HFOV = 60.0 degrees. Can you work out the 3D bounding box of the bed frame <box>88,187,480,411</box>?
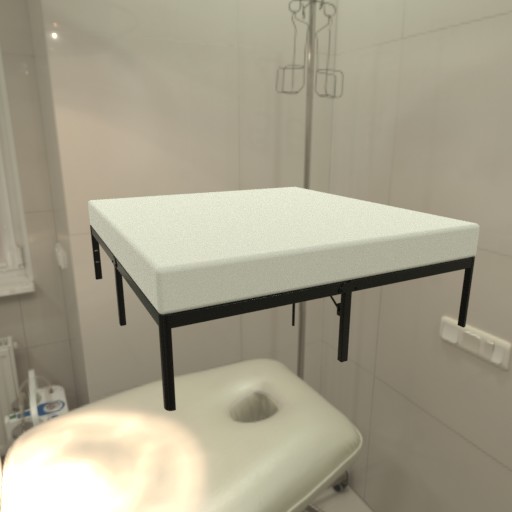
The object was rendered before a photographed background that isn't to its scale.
[{"bbox_3d":[0.000,0.000,3.162,1.963,0.659,2.079,-8,18,-26],"label":"bed frame"}]
